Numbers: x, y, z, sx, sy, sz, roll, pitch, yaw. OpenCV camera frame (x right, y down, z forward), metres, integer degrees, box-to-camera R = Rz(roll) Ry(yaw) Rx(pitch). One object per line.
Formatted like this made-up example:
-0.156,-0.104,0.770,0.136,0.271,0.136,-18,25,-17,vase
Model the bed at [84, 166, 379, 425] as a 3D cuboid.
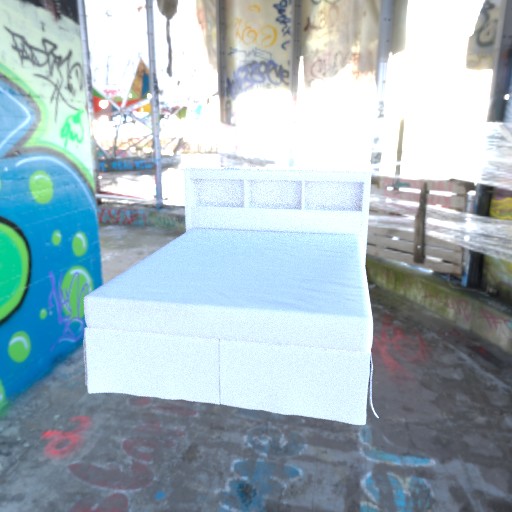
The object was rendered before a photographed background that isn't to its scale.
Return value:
0.000,0.000,3.200,1.671,1.092,2.133,3,16,11,bed
